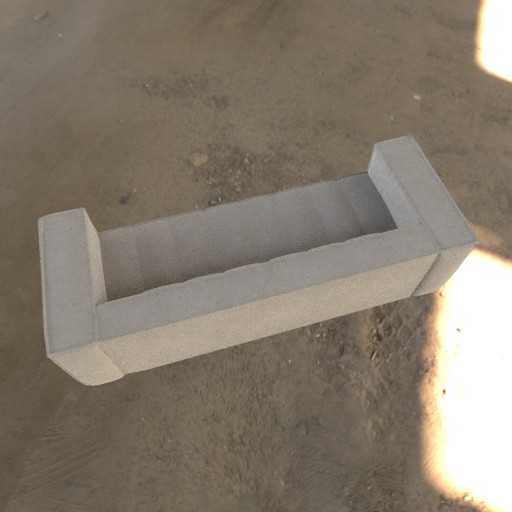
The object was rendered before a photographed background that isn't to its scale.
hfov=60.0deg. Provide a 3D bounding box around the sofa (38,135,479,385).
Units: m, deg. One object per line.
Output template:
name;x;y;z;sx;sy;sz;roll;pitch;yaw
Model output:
sofa;0.000;0.000;3.096;2.697;0.680;1.038;-14;60;-8
